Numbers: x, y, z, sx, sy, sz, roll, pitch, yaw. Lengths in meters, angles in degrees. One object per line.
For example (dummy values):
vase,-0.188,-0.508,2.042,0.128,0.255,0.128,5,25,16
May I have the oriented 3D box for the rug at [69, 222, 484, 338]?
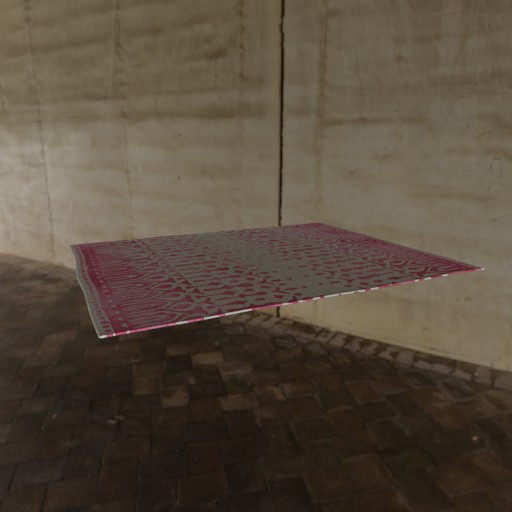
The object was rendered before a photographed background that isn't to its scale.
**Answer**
rug,0.000,0.000,4.105,3.095,0.016,2.441,-7,16,-25
